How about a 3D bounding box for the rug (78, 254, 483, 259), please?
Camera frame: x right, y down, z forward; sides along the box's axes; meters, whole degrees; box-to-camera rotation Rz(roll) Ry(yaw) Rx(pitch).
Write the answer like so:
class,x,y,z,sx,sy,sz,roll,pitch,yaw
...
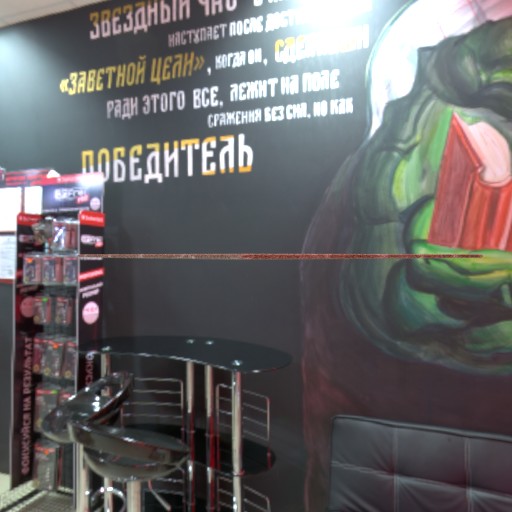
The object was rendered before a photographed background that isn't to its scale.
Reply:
class,x,y,z,sx,sy,sz,roll,pitch,yaw
rug,0.000,0.000,4.160,2.438,0.029,3.047,0,0,-36
